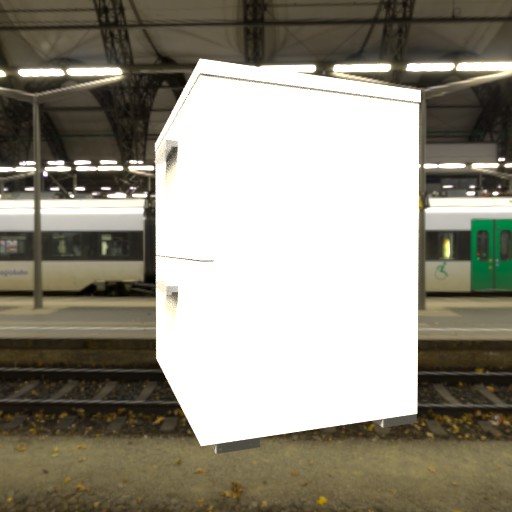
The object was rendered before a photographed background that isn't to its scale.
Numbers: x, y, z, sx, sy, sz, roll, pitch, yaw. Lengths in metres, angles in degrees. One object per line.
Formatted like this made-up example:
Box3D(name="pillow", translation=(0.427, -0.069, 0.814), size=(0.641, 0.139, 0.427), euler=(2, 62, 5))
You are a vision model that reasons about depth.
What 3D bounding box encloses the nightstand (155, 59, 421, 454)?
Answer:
Box3D(name="nightstand", translation=(0.000, 0.000, 0.768), size=(0.325, 0.460, 0.441), euler=(0, 1, -19))
